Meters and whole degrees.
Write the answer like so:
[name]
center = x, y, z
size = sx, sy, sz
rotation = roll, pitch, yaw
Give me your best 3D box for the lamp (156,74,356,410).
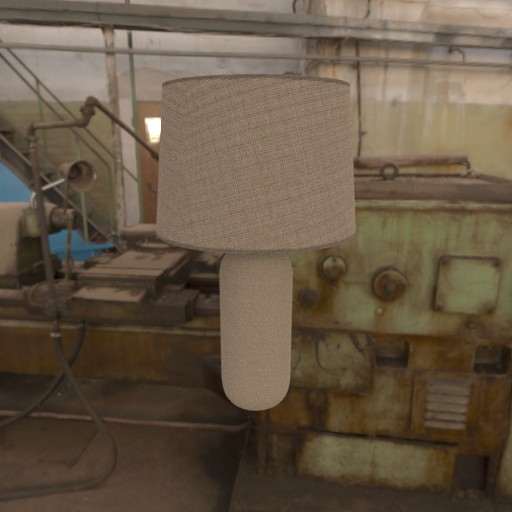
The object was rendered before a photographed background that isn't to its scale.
[lamp]
center = 0.000, 0.000, 0.847
size = 0.367, 0.609, 0.367
rotation = 0, 15, 0
